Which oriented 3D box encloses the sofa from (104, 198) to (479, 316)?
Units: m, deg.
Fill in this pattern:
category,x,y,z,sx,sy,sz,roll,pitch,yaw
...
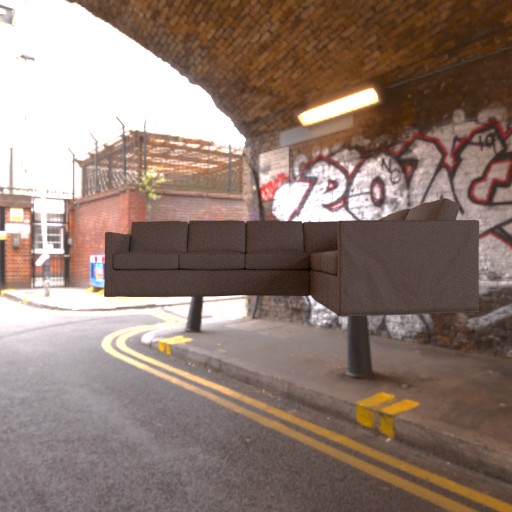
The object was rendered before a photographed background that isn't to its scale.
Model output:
category,x,y,z,sx,sy,sz,roll,pitch,yaw
sofa,0.000,0.000,4.349,3.182,0.871,2.432,0,0,0
